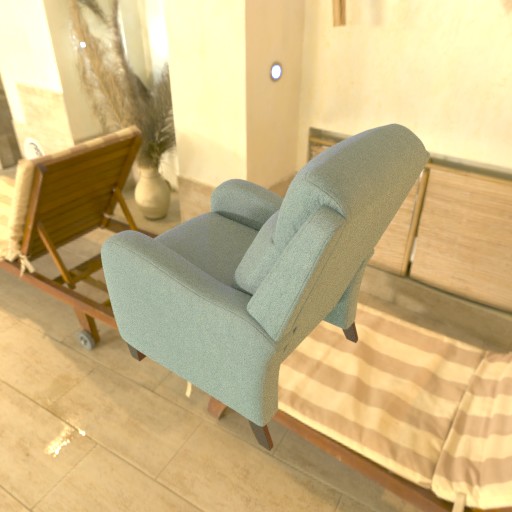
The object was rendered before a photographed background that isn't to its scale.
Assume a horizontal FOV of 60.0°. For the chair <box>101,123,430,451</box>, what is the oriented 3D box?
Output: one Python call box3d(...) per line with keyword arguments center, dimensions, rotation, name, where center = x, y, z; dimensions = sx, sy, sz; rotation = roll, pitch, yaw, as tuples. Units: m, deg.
box3d(center=(0.000, 0.000, 1.748), dimensions=(0.988, 1.067, 0.785), rotation=(22, 38, 30), name="chair")
